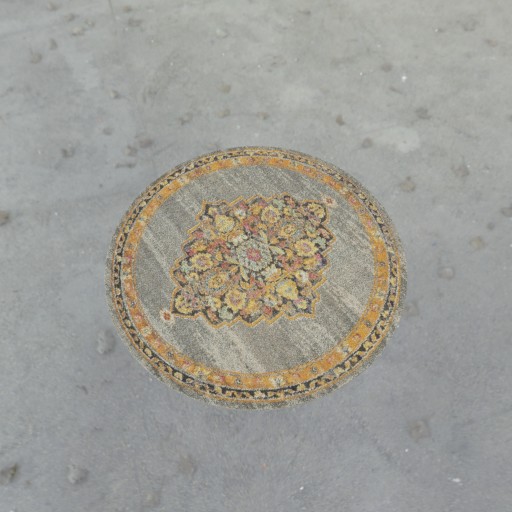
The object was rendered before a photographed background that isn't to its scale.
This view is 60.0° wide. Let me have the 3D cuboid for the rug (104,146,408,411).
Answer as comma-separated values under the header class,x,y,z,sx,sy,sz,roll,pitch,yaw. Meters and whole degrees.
class,x,y,z,sx,sy,sz,roll,pitch,yaw
rug,0.000,0.000,3.534,2.382,0.014,2.382,0,59,0
